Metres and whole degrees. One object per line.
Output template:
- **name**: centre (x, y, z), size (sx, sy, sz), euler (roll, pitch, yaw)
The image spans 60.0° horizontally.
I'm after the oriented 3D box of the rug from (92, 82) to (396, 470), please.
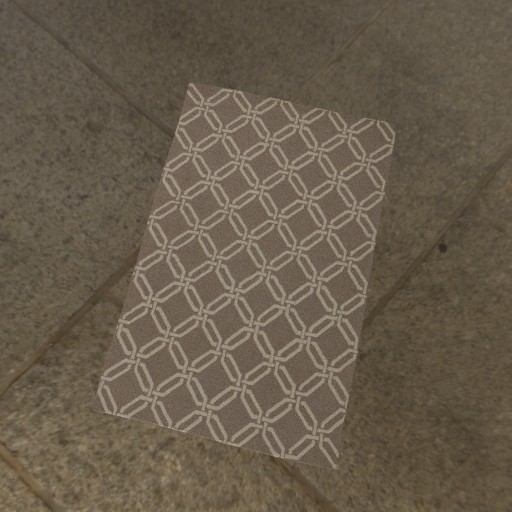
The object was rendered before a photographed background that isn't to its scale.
- **rug**: centre (0.000, 0.000, 2.182), size (1.142, 0.010, 1.748), euler (13, 77, 3)
